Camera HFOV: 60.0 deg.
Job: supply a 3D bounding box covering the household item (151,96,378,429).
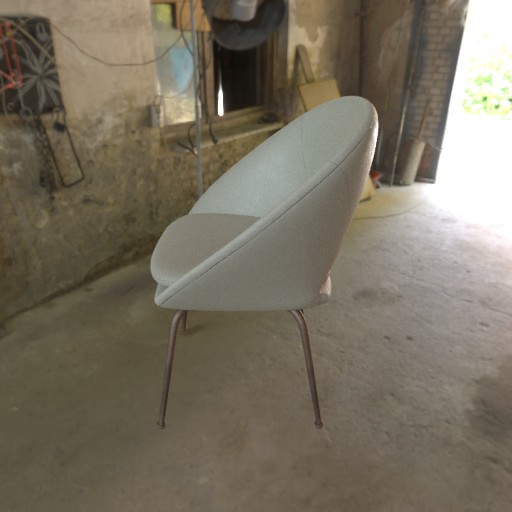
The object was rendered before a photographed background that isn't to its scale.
[{"bbox_3d":[0.000,0.000,1.265,0.573,0.852,0.623,0,28,0],"label":"household item"}]
